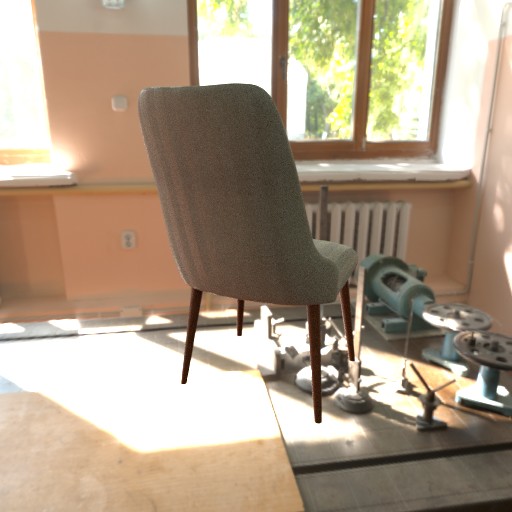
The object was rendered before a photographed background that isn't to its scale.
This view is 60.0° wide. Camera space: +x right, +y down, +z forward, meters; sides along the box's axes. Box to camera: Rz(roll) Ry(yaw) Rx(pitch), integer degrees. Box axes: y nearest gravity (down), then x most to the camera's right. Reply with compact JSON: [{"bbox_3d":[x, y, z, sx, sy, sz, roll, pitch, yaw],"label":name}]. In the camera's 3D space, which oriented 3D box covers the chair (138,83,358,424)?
[{"bbox_3d":[0.000,0.000,1.342,0.526,0.917,0.684,8,17,25],"label":"chair"}]
